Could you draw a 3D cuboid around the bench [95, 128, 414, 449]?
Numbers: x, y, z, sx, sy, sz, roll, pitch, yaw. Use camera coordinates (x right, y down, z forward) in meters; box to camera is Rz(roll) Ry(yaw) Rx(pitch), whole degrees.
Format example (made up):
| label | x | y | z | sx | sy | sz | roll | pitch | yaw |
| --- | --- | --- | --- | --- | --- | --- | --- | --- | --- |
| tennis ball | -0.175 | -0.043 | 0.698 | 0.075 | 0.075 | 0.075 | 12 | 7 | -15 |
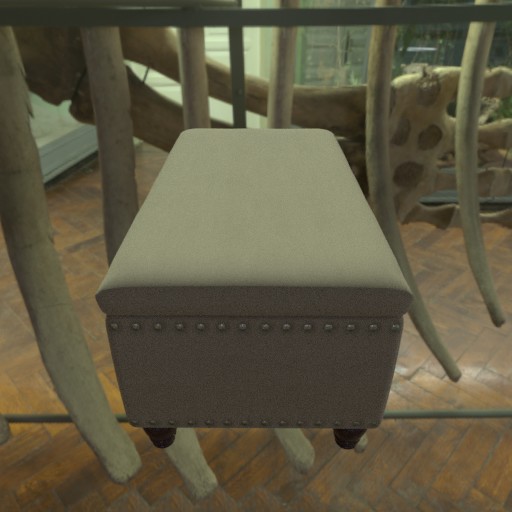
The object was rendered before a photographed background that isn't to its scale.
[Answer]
| label | x | y | z | sx | sy | sz | roll | pitch | yaw |
| --- | --- | --- | --- | --- | --- | --- | --- | --- | --- |
| bench | 0.000 | 0.000 | 1.164 | 0.500 | 0.449 | 0.887 | 0 | 31 | 0 |
